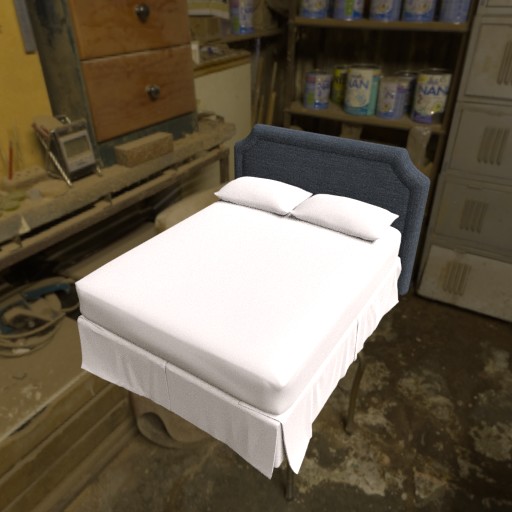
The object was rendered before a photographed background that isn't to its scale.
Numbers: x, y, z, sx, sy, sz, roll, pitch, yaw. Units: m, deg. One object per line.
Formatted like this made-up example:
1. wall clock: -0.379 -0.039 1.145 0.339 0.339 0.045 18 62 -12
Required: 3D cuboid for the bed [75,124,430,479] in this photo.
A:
1. bed: 0.000 0.000 3.282 1.828 1.297 2.208 19 36 28
